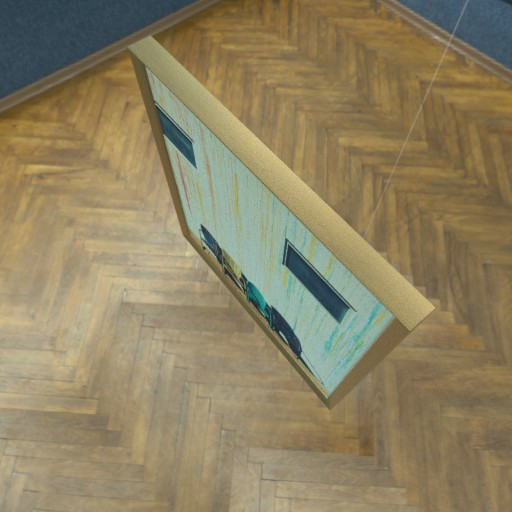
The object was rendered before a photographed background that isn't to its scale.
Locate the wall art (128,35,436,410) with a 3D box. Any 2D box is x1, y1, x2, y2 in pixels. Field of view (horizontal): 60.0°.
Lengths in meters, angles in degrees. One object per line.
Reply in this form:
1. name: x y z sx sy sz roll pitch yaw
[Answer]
1. wall art: 0.000 0.000 0.733 0.037 0.505 0.505 -36 68 -17
